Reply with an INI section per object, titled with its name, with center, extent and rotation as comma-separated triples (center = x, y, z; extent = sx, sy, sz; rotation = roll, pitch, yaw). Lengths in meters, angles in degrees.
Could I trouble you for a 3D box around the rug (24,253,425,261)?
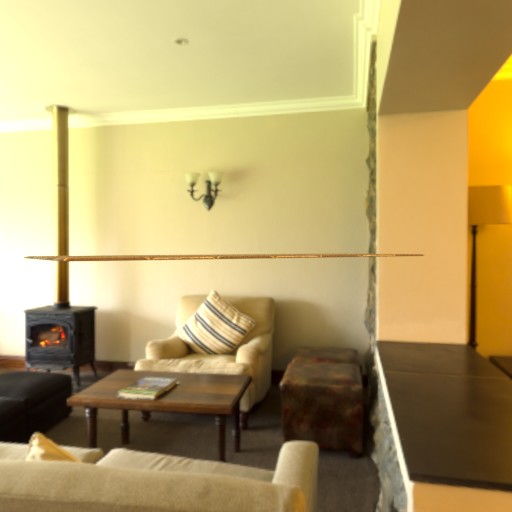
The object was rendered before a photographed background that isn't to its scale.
[rug]
center = 0.000, 0.000, 2.752
extent = 2.464, 0.012, 0.773
rotation = -1, 1, -37
